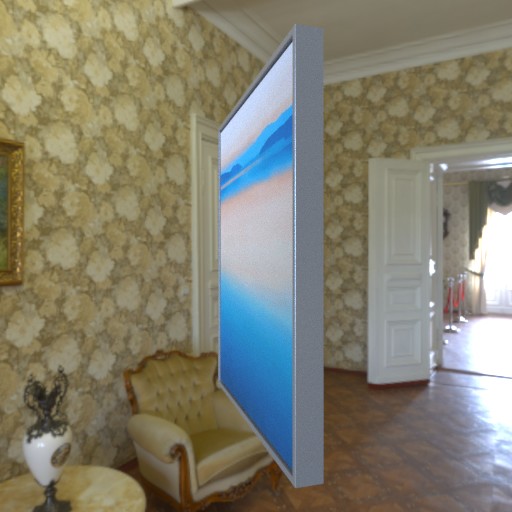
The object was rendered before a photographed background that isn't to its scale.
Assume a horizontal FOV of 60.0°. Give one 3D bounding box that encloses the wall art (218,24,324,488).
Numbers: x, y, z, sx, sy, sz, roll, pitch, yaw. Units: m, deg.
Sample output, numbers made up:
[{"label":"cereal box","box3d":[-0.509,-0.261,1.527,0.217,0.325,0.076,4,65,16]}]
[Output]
[{"label":"wall art","box3d":[0.000,0.000,0.751,0.037,0.554,0.453,0,0,-17]}]
